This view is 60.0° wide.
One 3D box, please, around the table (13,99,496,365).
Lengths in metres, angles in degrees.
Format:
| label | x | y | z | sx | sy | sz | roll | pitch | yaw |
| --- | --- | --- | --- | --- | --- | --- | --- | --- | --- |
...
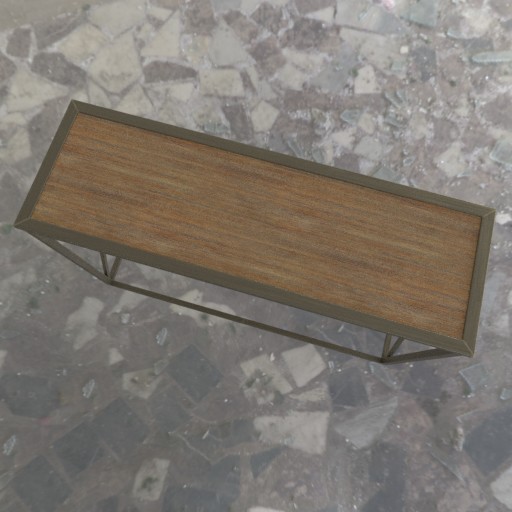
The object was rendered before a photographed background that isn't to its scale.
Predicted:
| label | x | y | z | sx | sy | sz | roll | pitch | yaw |
| --- | --- | --- | --- | --- | --- | --- | --- | --- | --- |
| table | 0.000 | 0.000 | 1.533 | 1.216 | 0.753 | 0.402 | 16 | 75 | 4 |
